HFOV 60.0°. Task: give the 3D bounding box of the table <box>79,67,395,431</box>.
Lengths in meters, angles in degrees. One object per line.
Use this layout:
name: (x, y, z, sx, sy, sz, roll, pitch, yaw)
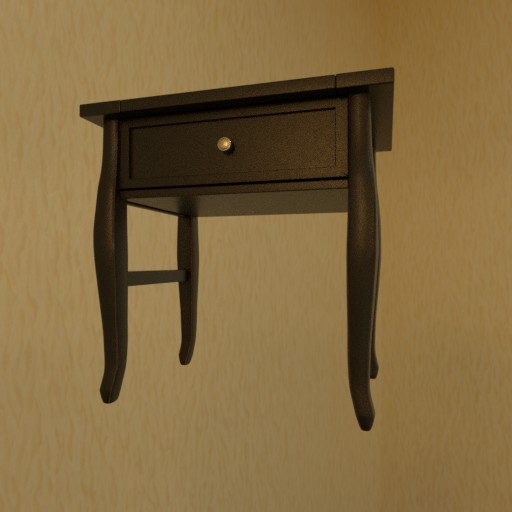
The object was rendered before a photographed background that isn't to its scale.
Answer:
table: (0.000, 0.000, 1.016, 0.602, 0.604, 0.460, 0, -1, 16)
